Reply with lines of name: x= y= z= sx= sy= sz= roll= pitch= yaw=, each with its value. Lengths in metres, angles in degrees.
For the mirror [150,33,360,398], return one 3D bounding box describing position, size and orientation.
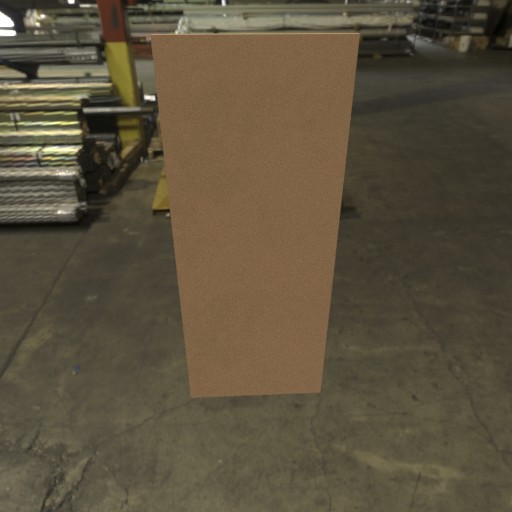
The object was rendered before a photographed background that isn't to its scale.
mirror: x=0.000 y=0.000 z=2.259 sx=0.812 sy=2.031 sz=0.026 roll=-2 pitch=32 yaw=-2
